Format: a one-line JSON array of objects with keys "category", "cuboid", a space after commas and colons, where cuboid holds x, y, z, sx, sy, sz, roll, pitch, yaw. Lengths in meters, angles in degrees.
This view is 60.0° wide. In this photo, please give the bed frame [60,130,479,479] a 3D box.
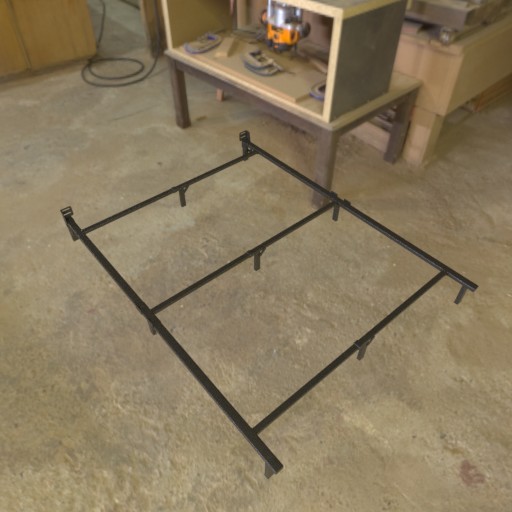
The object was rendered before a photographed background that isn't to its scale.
[{"category": "bed frame", "cuboid": [0.000, 0.000, 2.635, 1.498, 0.248, 1.990, -31, 53, -27]}]
